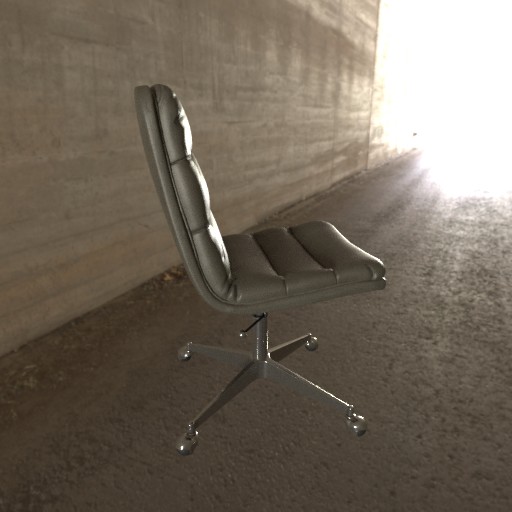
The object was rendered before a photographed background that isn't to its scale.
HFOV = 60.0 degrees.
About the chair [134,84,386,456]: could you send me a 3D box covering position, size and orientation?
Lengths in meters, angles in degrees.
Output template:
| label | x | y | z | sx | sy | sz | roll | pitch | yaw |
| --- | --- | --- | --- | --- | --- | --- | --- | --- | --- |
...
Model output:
| label | x | y | z | sx | sy | sz | roll | pitch | yaw |
| --- | --- | --- | --- | --- | --- | --- | --- | --- | --- |
| chair | 0.000 | 0.000 | 1.029 | 0.485 | 0.738 | 0.422 | -3 | 18 | -9 |
